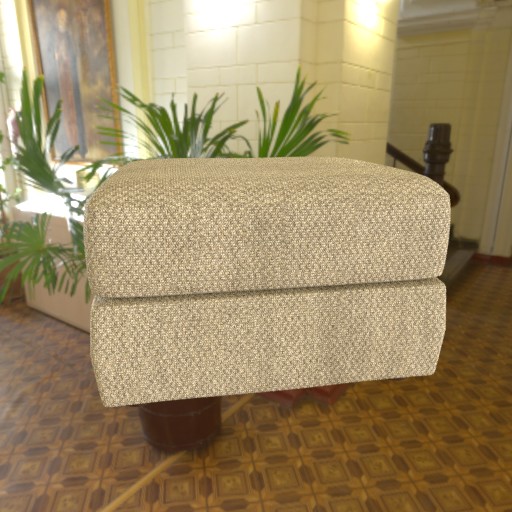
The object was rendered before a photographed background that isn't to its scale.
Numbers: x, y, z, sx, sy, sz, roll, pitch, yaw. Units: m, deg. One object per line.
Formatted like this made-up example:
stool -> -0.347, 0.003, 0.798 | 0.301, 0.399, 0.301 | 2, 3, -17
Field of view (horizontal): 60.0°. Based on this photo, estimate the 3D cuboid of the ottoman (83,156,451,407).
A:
ottoman -> 0.000, 0.000, 1.137 | 0.751, 0.476, 0.603 | -3, 17, -9
